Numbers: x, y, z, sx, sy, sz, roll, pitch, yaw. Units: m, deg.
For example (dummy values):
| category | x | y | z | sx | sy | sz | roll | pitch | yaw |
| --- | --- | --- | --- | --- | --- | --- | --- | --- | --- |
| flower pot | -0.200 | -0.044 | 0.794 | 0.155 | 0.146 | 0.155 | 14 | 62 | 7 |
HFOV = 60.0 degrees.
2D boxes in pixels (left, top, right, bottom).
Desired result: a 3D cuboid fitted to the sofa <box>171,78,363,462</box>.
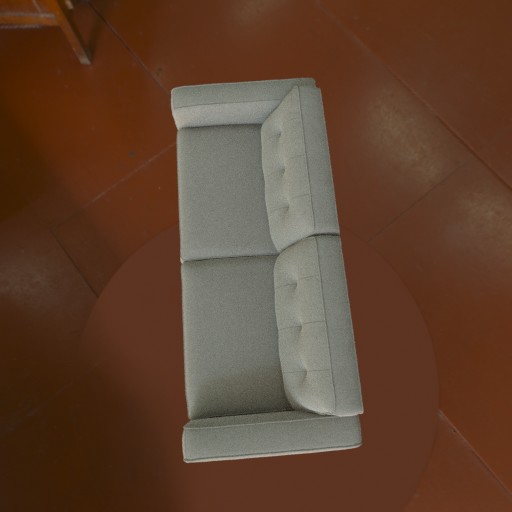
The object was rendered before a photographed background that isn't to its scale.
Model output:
| category | x | y | z | sx | sy | sz | roll | pitch | yaw |
| --- | --- | --- | --- | --- | --- | --- | --- | --- | --- |
| sofa | 0.000 | 0.000 | 2.752 | 0.956 | 0.781 | 2.270 | -4 | 75 | -1 |
